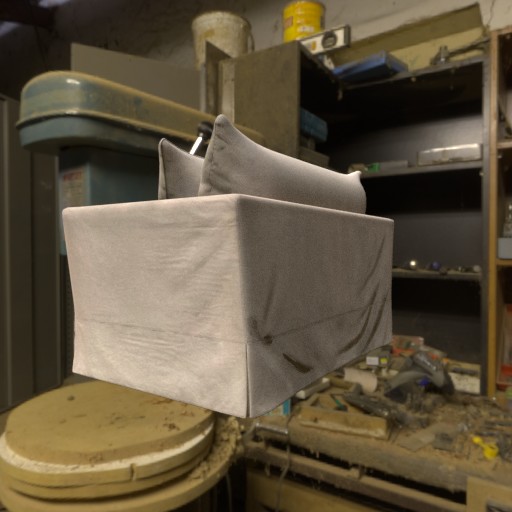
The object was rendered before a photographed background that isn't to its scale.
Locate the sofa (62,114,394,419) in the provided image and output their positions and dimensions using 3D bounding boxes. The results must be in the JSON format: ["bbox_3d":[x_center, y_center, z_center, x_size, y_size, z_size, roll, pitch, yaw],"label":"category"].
[{"bbox_3d":[0.000,0.000,2.329,1.035,1.040,1.608,1,1,34],"label":"sofa"}]
